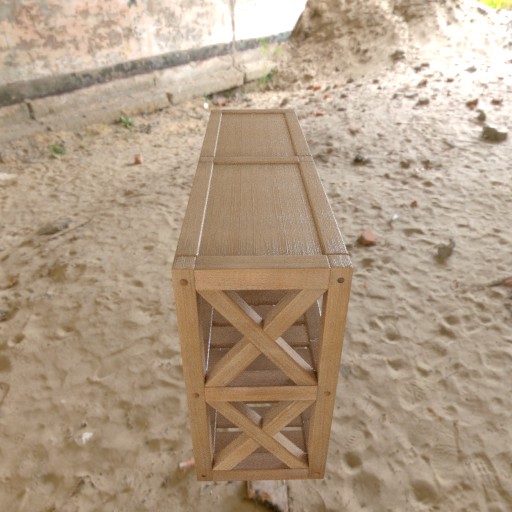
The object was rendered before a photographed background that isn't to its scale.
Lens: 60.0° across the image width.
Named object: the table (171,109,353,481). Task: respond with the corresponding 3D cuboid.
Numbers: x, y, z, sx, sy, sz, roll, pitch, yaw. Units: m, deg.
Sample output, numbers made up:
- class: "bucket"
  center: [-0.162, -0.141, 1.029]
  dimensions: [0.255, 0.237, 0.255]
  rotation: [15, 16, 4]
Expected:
- class: "table"
  center: [0.000, 0.000, 1.674]
  dimensions: [0.381, 0.762, 1.320]
  rotation: [-1, 32, -1]
